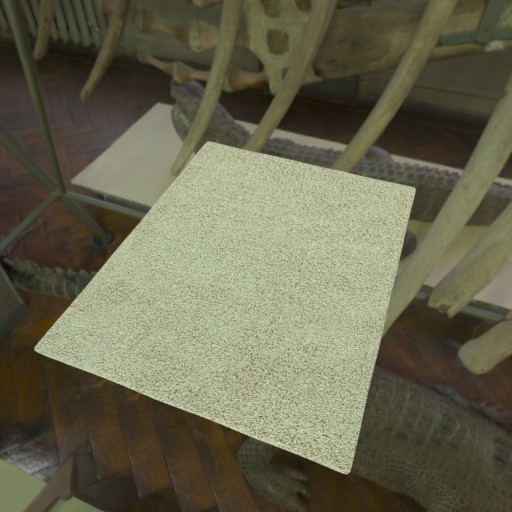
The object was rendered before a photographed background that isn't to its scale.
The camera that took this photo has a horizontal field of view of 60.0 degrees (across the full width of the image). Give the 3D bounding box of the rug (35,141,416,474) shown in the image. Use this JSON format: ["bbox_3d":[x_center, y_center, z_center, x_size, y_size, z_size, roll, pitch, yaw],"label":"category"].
[{"bbox_3d":[0.000,0.000,4.018,2.438,0.029,3.047,16,49,14],"label":"rug"}]
